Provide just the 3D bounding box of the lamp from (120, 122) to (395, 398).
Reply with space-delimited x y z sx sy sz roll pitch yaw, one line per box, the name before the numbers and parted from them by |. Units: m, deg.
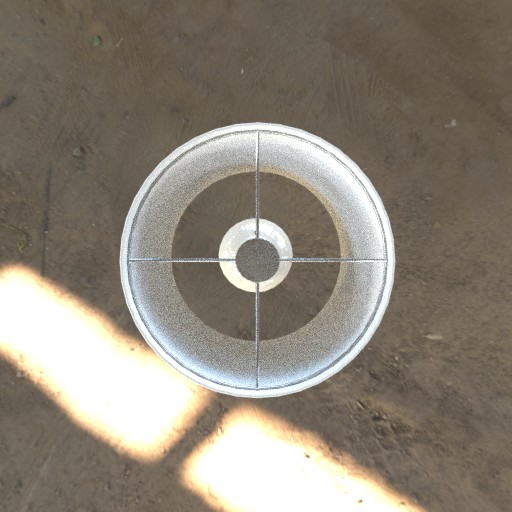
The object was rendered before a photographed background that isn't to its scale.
lamp | 0.000 0.000 0.562 0.207 0.461 0.207 0 91 0
